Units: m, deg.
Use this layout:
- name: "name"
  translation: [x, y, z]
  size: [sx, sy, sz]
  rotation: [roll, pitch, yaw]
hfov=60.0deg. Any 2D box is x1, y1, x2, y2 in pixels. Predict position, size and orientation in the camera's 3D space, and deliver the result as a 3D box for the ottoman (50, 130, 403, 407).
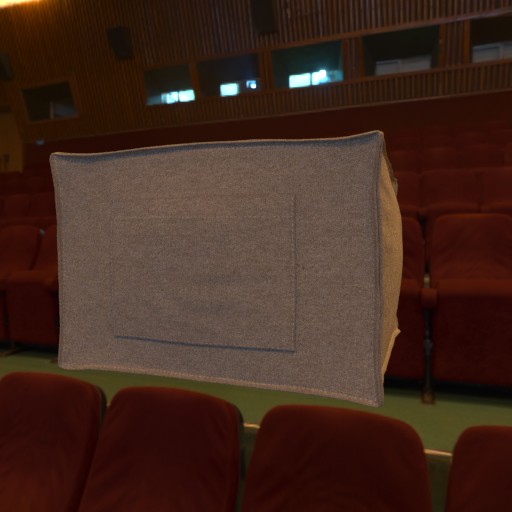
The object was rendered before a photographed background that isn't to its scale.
- name: "ottoman"
  translation: [0.000, 0.000, 1.129]
  size: [0.707, 0.470, 0.696]
  rotation: [1, 2, 19]
